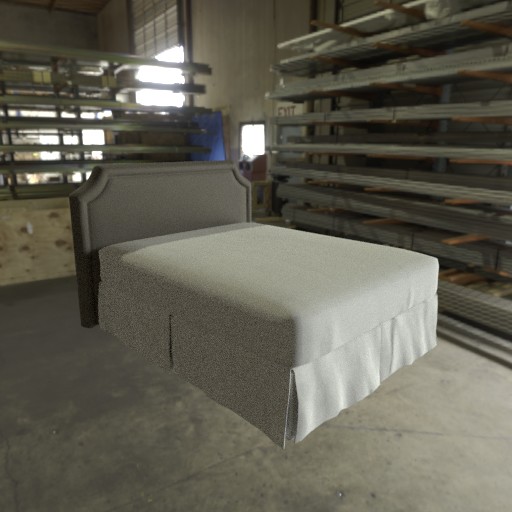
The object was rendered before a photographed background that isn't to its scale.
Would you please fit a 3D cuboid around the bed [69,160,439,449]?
[{"bbox_3d":[0.000,0.000,3.279,1.831,1.297,2.181,-14,20,-43],"label":"bed"}]
